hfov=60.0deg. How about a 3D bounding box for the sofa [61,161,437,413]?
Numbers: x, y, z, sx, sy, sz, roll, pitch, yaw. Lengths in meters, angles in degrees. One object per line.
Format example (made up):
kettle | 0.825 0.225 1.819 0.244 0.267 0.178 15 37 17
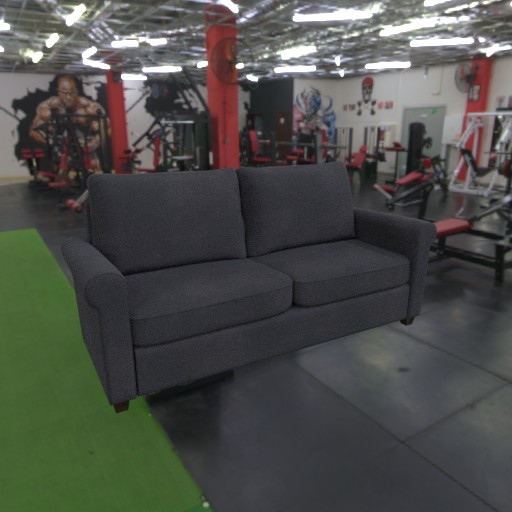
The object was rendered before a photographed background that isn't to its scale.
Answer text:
sofa | 0.000 0.000 2.476 1.935 0.942 0.842 -9 19 -28
